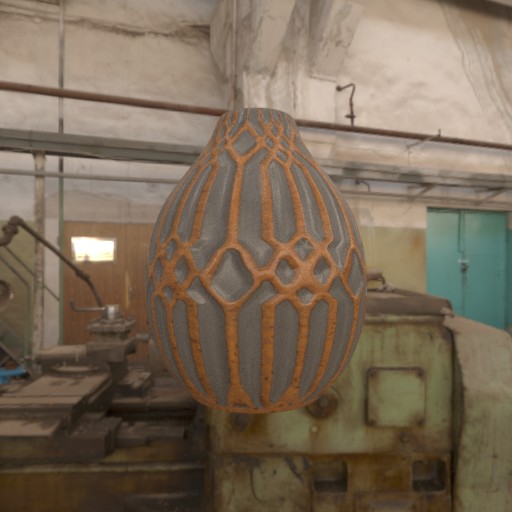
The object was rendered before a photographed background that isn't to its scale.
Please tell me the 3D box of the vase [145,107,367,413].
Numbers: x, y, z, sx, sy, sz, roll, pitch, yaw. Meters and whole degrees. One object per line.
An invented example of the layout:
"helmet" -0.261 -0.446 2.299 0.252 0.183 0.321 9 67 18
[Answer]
"vase" 0.000 0.000 0.142 0.069 0.088 0.069 0 0 0
